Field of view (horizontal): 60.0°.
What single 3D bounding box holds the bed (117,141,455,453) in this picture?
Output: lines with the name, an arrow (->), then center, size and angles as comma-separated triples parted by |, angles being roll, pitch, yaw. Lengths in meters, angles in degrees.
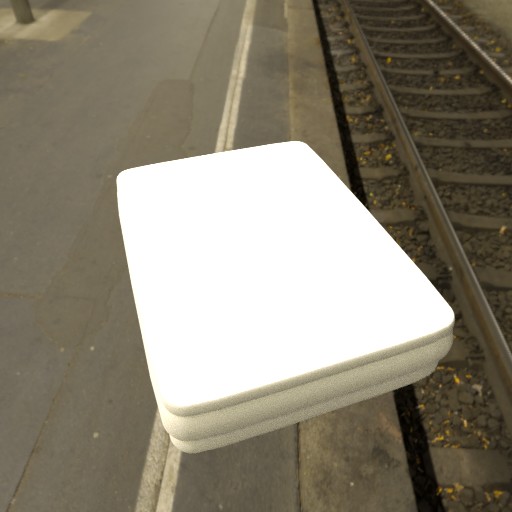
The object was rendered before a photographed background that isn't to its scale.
bed -> 0.000, 0.000, 2.748 | 1.520, 0.460, 2.036 | -13, 44, -14
